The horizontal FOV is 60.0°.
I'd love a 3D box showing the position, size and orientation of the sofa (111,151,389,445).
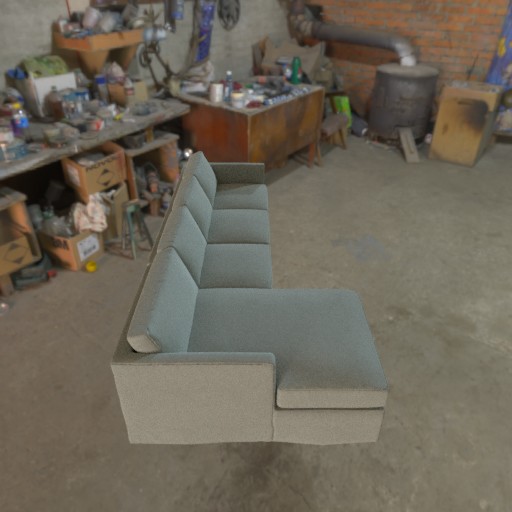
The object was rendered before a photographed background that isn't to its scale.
[{"bbox_3d":[0.000,0.000,3.938,1.650,0.922,3.205,0,32,0],"label":"sofa"}]
